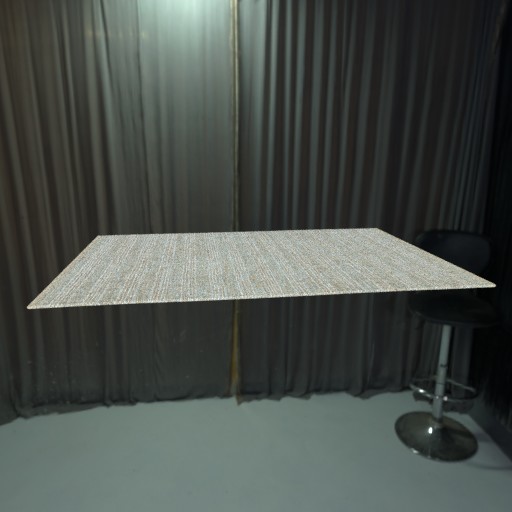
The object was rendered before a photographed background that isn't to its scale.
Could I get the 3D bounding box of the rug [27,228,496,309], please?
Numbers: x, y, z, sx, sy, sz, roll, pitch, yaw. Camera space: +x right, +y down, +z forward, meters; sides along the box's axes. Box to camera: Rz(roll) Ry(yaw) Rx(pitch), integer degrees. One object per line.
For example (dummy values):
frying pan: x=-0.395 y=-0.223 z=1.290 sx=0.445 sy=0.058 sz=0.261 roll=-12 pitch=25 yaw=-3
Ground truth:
rug: x=0.000 y=0.000 z=2.296 sx=1.824 sy=0.010 sz=1.240 roll=-2 pitch=15 yaw=-8
